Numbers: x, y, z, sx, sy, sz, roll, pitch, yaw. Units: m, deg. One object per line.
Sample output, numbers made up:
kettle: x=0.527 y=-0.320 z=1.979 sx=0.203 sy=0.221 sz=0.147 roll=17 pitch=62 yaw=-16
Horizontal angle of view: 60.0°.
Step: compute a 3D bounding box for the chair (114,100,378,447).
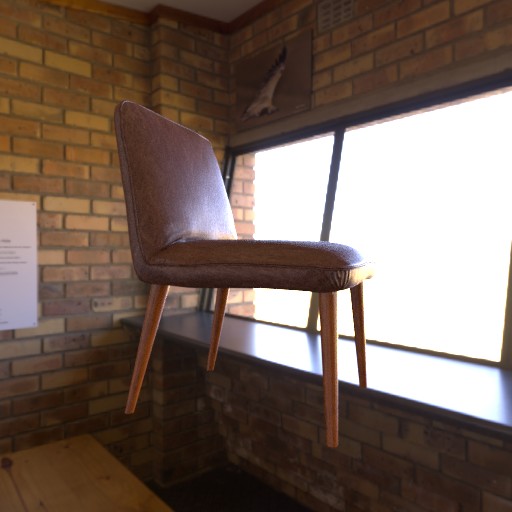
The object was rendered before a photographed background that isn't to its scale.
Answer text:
chair: x=0.000 y=0.000 z=1.235 sx=0.645 sy=0.803 sz=0.543 roll=0 pitch=1 yaw=17
